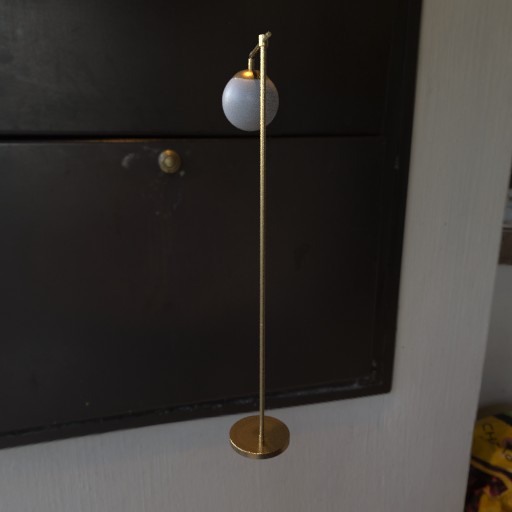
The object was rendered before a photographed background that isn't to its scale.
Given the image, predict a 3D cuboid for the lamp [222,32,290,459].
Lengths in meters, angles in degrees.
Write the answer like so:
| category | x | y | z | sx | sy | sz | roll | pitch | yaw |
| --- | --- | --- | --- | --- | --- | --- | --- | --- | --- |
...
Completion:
| category | x | y | z | sx | sy | sz | roll | pitch | yaw |
| --- | --- | --- | --- | --- | --- | --- | --- | --- | --- |
| lamp | 0.000 | 0.000 | 1.720 | 0.249 | 1.505 | 0.476 | -2 | 15 | -9 |
